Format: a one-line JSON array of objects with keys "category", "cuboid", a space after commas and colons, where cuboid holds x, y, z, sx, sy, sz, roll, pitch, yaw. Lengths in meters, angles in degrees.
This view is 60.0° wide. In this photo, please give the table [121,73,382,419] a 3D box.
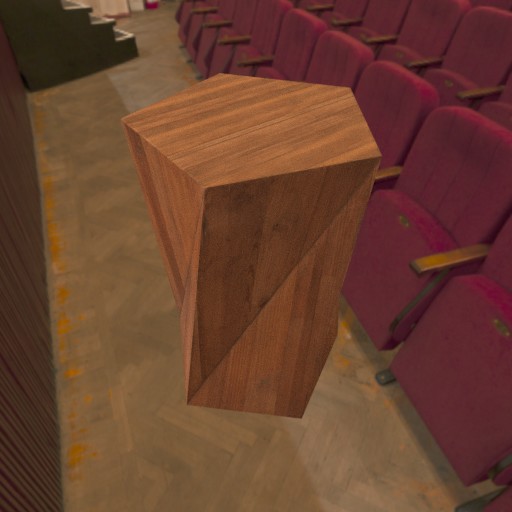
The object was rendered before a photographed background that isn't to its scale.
[{"category": "table", "cuboid": [0.000, 0.000, 0.926, 0.425, 0.604, 0.441, -12, 43, -13]}]
